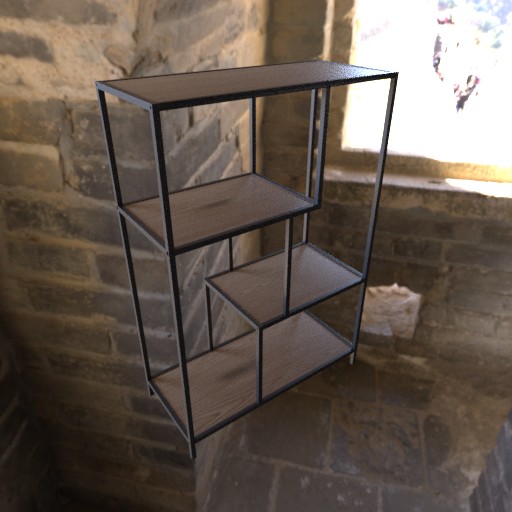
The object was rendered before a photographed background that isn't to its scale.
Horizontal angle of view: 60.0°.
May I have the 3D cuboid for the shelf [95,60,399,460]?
[{"bbox_3d":[0.000,0.000,1.498,0.770,1.138,0.350,-20,36,-30],"label":"shelf"}]
